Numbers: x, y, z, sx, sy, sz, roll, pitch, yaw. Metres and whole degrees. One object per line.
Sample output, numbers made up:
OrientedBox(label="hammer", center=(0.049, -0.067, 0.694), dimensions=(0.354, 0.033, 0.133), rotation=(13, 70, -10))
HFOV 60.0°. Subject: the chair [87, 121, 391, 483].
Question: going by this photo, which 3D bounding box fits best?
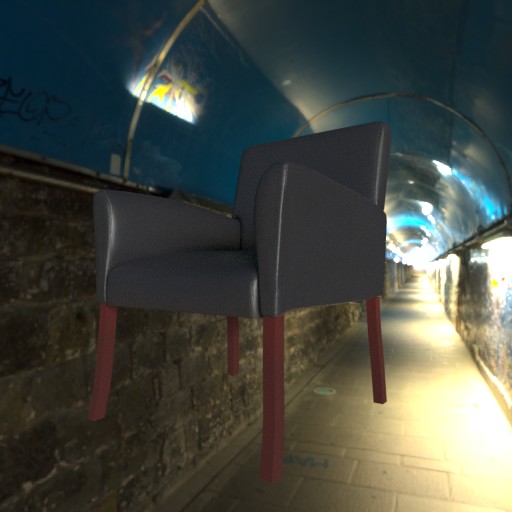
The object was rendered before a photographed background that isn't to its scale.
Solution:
OrientedBox(label="chair", center=(0.000, 0.000, 1.418), dimensions=(0.683, 0.951, 0.772), rotation=(-1, -1, 36))
